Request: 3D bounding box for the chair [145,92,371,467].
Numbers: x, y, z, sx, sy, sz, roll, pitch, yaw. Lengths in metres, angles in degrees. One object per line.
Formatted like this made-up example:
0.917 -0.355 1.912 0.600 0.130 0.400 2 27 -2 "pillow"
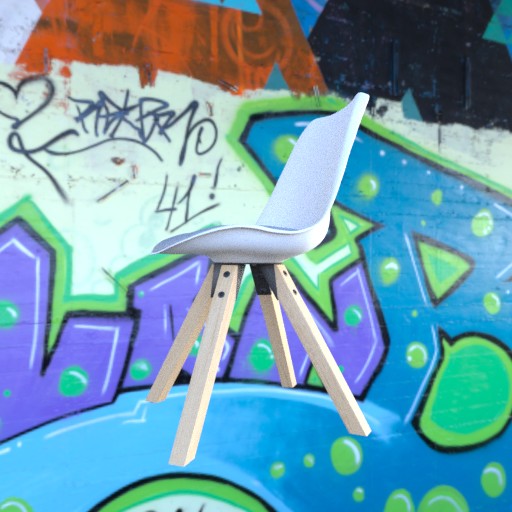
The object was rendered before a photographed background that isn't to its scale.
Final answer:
0.000 0.000 1.180 0.550 0.850 0.485 0 0 -20 "chair"
